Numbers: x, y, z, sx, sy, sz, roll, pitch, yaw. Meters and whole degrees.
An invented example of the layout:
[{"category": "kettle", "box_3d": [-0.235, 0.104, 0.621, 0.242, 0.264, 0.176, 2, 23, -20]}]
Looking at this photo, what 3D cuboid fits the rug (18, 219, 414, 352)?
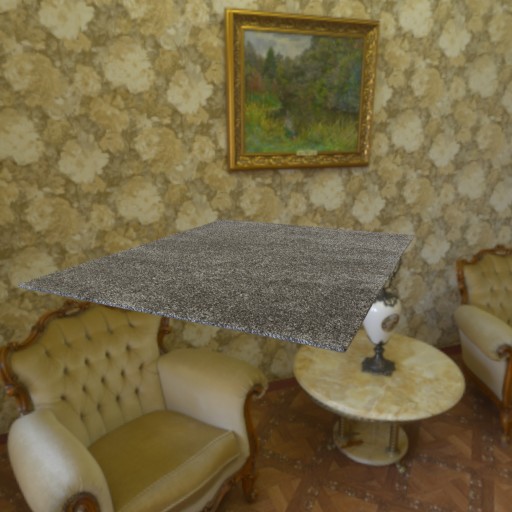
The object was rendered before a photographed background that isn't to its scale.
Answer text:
[{"category": "rug", "box_3d": [0.000, 0.000, 4.012, 2.401, 0.025, 3.000, 7, 16, 24]}]
